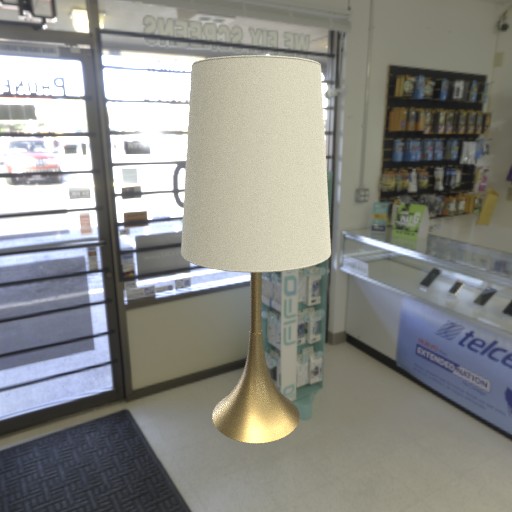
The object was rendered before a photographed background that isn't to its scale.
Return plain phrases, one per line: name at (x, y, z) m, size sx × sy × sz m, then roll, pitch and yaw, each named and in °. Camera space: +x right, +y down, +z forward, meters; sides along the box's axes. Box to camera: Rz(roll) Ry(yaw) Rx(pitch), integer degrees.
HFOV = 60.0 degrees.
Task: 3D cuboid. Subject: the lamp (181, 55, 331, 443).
lamp at (0.000, 0.000, 0.693) m, size 0.231 × 0.569 × 0.231 m, roll 0°, pitch 15°, yaw 0°
